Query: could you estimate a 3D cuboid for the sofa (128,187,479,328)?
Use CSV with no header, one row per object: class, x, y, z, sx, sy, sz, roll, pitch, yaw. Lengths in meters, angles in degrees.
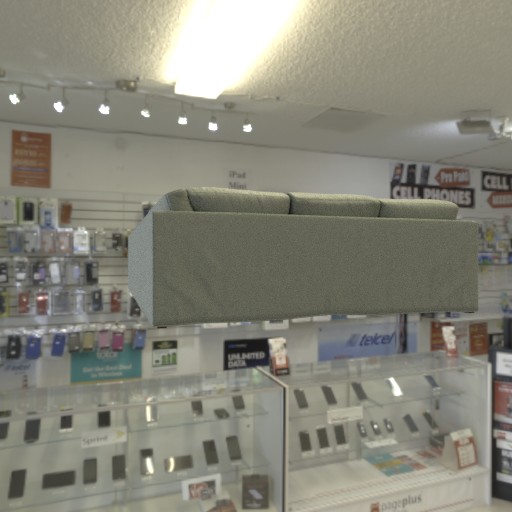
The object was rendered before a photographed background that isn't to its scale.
sofa,0.000,0.000,4.600,2.427,0.882,3.460,0,0,-18
